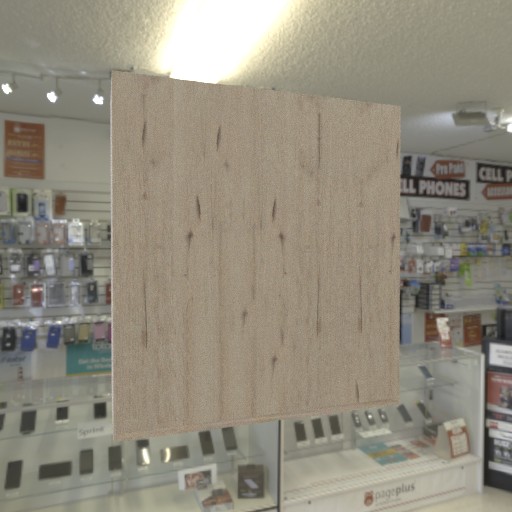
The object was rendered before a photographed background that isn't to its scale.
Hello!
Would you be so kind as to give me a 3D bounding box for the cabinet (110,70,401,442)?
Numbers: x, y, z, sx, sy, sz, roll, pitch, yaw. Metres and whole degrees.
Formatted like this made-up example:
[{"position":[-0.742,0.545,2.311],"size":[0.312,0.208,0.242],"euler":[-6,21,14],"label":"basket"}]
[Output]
[{"position":[0.000,0.000,3.232],"size":[2.000,2.180,0.660],"euler":[0,1,-19],"label":"cabinet"}]
